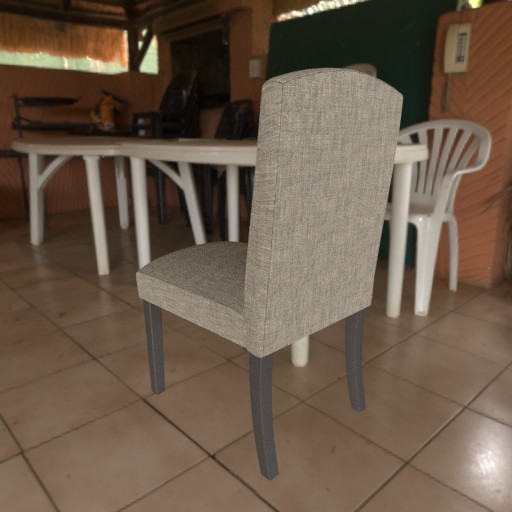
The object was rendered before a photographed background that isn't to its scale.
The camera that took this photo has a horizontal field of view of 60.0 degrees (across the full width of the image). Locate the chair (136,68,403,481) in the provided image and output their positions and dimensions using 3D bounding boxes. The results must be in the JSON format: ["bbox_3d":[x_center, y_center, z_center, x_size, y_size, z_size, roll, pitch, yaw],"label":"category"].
[{"bbox_3d":[0.000,0.000,1.232,0.451,0.917,0.580,-15,21,-42],"label":"chair"}]
